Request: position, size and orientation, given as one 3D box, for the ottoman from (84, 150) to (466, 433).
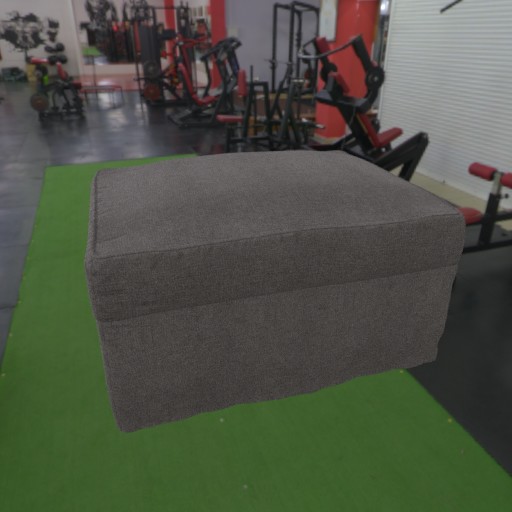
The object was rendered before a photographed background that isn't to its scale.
[{"bbox_3d":[0.000,0.000,1.235,0.833,0.492,0.652,-8,28,-16],"label":"ottoman"}]
